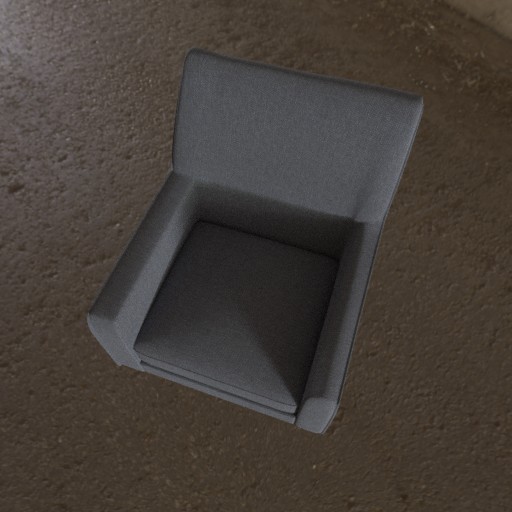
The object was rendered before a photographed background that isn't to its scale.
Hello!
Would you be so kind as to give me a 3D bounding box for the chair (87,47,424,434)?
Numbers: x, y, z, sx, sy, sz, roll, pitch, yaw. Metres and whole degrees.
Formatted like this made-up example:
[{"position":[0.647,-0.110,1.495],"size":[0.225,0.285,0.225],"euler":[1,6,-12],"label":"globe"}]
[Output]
[{"position":[0.000,0.000,1.545],"size":[0.780,0.919,0.899],"euler":[16,60,10],"label":"chair"}]
